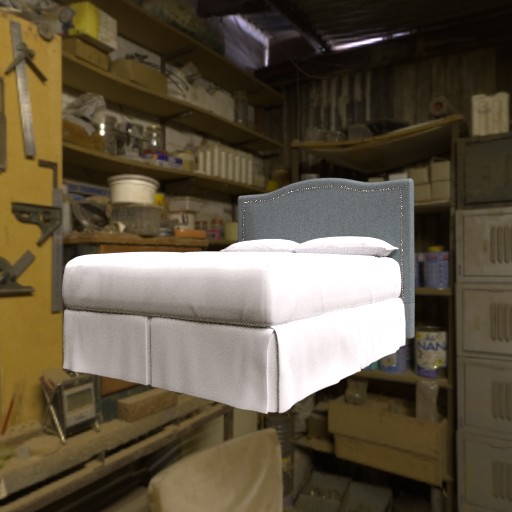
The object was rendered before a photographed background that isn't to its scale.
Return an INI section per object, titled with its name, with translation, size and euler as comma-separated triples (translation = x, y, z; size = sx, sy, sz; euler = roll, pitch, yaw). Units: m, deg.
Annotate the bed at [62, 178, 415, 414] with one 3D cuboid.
[bed]
translation = 0.000, 0.000, 3.274
size = 1.753, 1.460, 2.143
euler = -1, -1, 34
